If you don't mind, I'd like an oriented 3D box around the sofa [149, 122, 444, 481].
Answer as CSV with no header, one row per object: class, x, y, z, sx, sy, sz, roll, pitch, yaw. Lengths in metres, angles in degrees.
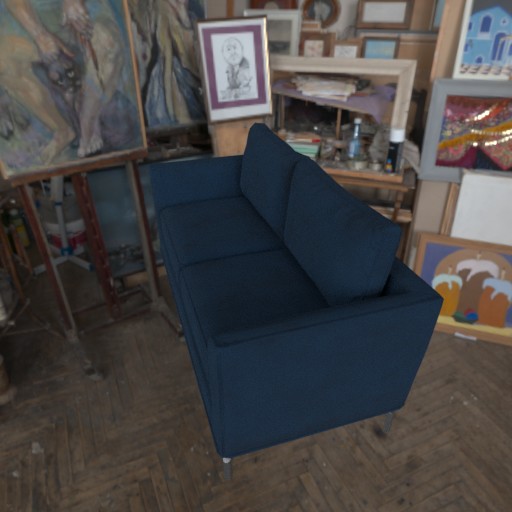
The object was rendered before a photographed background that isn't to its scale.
sofa,0.000,0.000,2.297,0.853,1.002,1.770,-9,32,-15
